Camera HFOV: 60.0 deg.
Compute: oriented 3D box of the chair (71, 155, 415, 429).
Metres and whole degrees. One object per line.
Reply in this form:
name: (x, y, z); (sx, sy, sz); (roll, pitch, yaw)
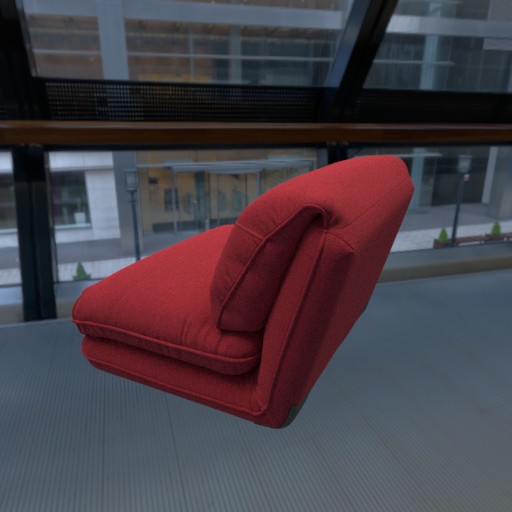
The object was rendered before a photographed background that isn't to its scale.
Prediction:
chair: (0.000, 0.000, 1.353); (0.780, 0.580, 0.820); (9, 21, 26)
